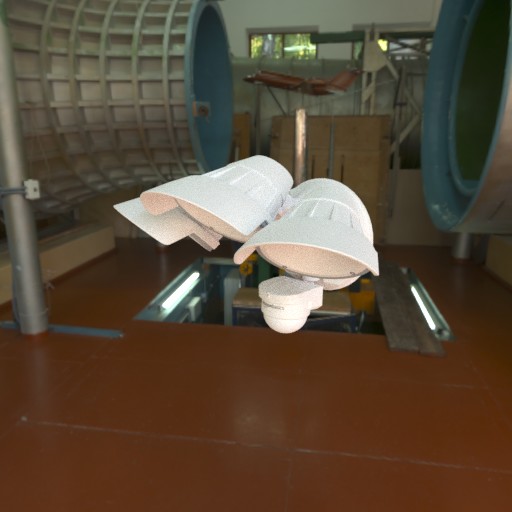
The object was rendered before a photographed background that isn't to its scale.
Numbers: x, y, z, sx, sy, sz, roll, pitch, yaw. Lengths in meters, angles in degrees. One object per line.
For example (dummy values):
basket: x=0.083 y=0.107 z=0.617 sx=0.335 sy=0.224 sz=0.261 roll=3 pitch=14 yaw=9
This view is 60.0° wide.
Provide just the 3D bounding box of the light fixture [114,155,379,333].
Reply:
light fixture: x=0.000 y=0.000 z=0.536 sx=0.369 sy=0.237 sz=0.278 roll=14 pitch=20 yaw=41
